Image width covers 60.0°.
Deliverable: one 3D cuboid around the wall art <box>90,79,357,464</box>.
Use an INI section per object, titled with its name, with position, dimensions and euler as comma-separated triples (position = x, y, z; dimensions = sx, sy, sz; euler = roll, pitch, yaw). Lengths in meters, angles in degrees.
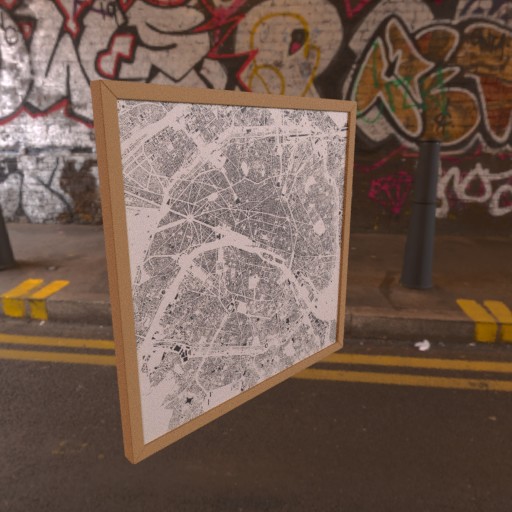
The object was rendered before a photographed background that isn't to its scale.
[wall art]
position = 0.000, 0.000, 1.104
dimensions = 0.761, 0.761, 0.037
euler = -15, 21, -43
